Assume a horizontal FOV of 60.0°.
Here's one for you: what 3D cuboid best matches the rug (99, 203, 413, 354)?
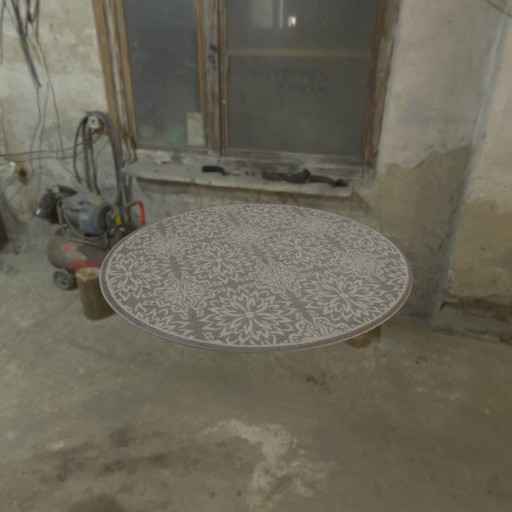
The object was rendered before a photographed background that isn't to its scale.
[{"bbox_3d":[0.000,0.000,2.361,1.593,0.012,1.593,0,27,0],"label":"rug"}]
